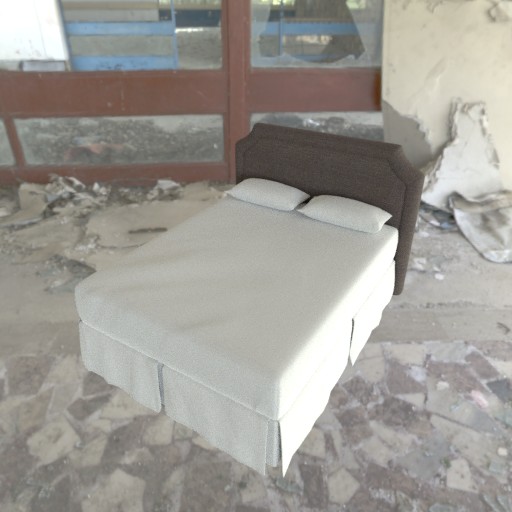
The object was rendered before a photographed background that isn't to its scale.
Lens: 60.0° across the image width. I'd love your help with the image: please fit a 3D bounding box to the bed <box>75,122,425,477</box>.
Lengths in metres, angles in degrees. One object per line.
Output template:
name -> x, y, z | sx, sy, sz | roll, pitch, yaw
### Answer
bed -> 0.000, 0.000, 3.159 | 1.693, 1.290, 2.116 | 18, 35, 27
